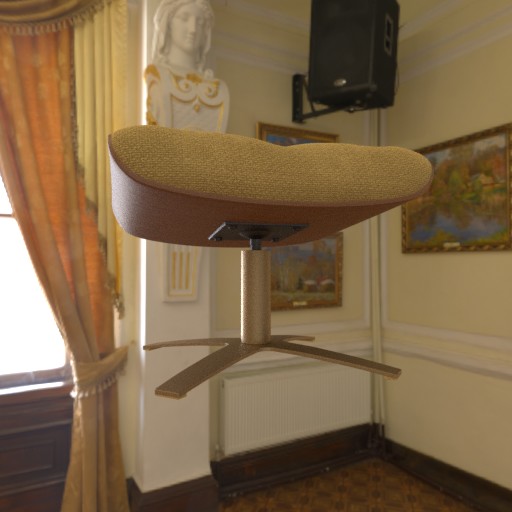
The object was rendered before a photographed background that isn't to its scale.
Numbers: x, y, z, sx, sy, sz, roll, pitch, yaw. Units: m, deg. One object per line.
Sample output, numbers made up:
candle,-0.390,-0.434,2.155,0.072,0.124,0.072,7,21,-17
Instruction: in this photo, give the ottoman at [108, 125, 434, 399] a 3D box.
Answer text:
ottoman,0.000,0.000,0.830,0.520,0.391,0.394,0,-1,-17
